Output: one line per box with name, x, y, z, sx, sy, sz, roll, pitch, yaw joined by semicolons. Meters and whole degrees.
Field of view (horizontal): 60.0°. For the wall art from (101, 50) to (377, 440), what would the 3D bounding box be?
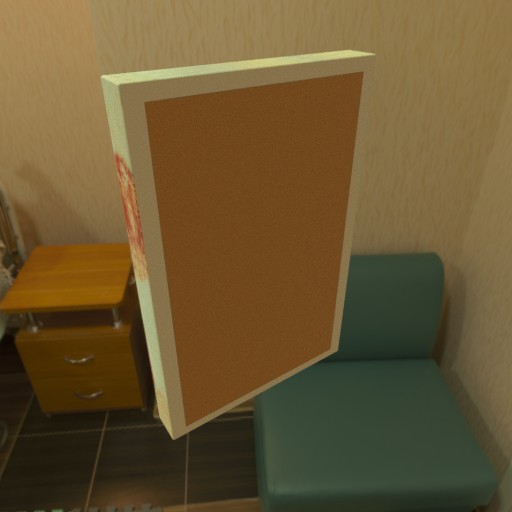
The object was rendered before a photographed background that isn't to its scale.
wall art;0.000;0.000;0.471;0.251;0.380;0.039;-20;37;-29
